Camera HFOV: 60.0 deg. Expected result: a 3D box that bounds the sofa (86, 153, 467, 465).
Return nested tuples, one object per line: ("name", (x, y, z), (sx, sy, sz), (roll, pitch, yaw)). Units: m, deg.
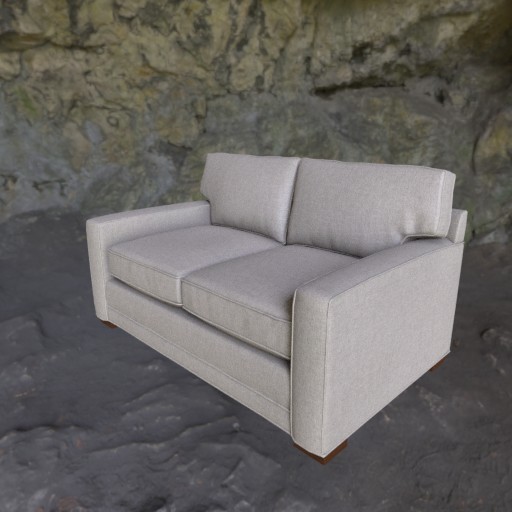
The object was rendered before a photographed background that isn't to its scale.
("sofa", (0.000, 0.000, 2.025), (0.940, 0.853, 1.484), (-16, 23, -43))
